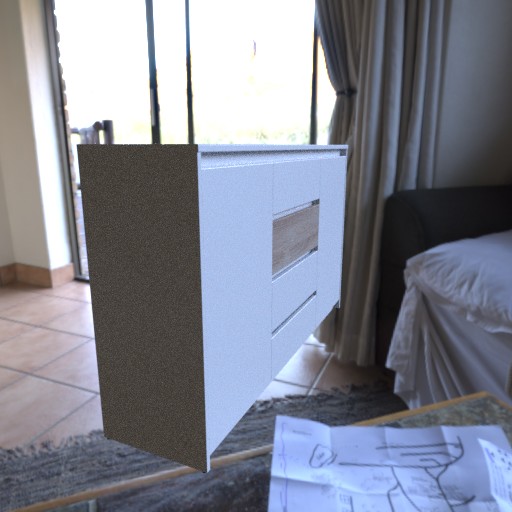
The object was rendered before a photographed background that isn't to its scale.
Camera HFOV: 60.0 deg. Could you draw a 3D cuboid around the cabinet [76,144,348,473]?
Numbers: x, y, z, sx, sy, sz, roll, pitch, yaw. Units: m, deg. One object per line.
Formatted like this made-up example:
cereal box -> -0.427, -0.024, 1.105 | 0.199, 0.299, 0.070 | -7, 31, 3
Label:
cabinet -> 0.000, 0.000, 1.848 | 0.380, 0.900, 1.450 | 6, 15, 24
